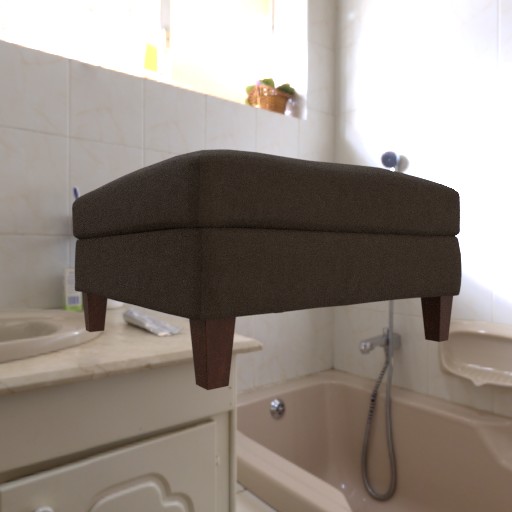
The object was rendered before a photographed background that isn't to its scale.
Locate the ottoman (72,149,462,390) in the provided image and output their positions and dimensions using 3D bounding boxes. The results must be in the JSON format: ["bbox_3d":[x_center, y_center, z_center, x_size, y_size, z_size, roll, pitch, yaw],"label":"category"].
[{"bbox_3d":[0.000,0.000,1.355,0.881,0.482,0.861,0,0,-36],"label":"ottoman"}]
